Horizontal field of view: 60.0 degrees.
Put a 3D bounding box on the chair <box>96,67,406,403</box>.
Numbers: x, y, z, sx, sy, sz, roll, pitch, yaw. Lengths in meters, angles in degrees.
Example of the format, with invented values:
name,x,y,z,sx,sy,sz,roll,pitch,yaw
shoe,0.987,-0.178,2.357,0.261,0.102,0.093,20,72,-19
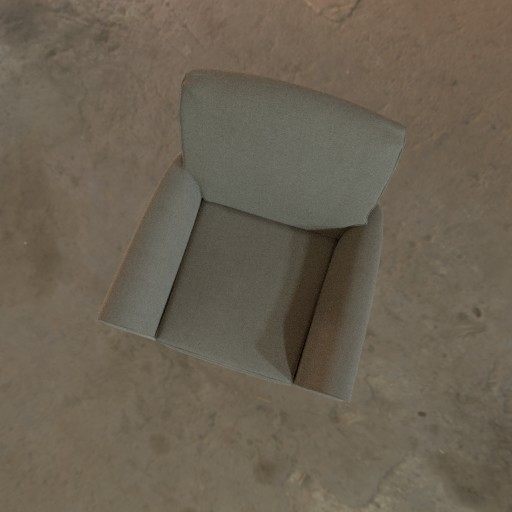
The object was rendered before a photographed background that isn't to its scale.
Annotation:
name,x,y,z,sx,sy,sz,roll,pitch,yaw
chair,0.000,0.000,1.784,0.978,1.061,0.905,17,76,4
